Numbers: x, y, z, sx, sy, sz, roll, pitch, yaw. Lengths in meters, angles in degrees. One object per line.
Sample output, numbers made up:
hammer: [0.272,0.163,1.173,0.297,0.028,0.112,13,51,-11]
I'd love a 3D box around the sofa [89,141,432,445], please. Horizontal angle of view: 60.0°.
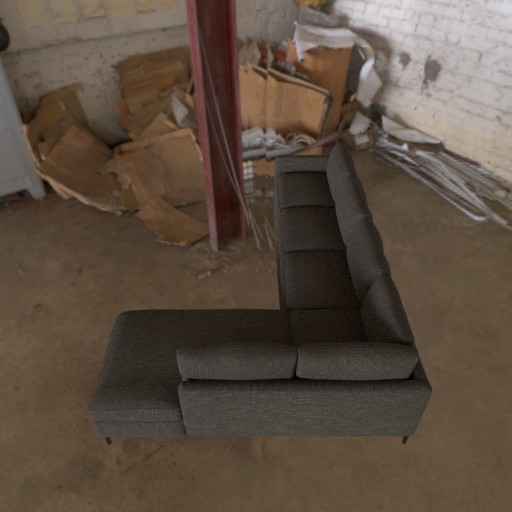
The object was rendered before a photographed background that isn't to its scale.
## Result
sofa: [0.000,0.000,3.729,2.007,0.815,2.949,0,39,0]
